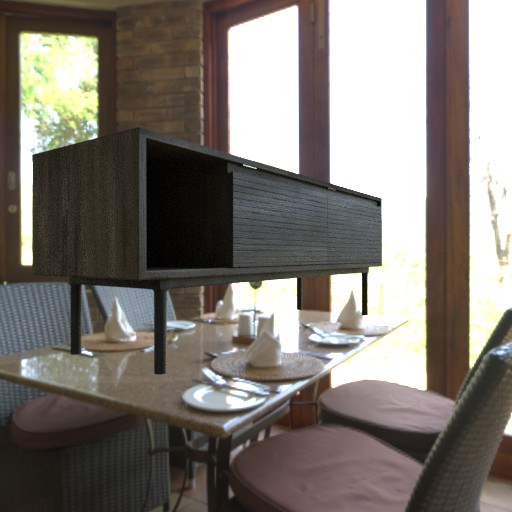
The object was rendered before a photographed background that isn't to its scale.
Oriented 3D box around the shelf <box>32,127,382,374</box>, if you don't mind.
[{"bbox_3d":[0.000,0.000,1.483,0.400,0.495,1.300,0,0,36],"label":"shelf"}]
